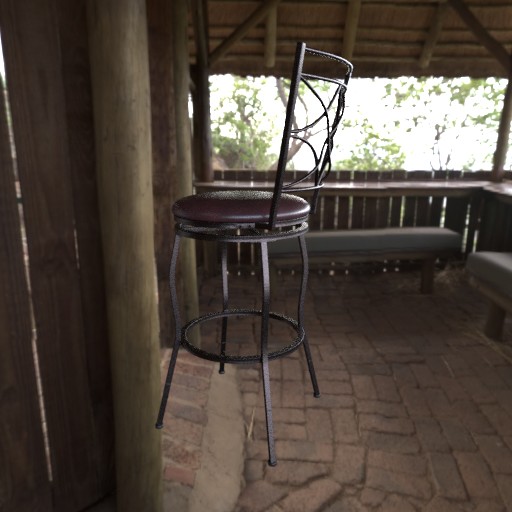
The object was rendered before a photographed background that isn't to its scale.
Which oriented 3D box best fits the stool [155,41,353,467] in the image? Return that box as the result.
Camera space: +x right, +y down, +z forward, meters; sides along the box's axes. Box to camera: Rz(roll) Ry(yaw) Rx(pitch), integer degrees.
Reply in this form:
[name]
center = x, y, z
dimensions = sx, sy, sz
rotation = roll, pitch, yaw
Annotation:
[stool]
center = 0.000, 0.000, 1.394
dimensions = 0.534, 1.117, 0.434
rotation = 6, 15, 25
